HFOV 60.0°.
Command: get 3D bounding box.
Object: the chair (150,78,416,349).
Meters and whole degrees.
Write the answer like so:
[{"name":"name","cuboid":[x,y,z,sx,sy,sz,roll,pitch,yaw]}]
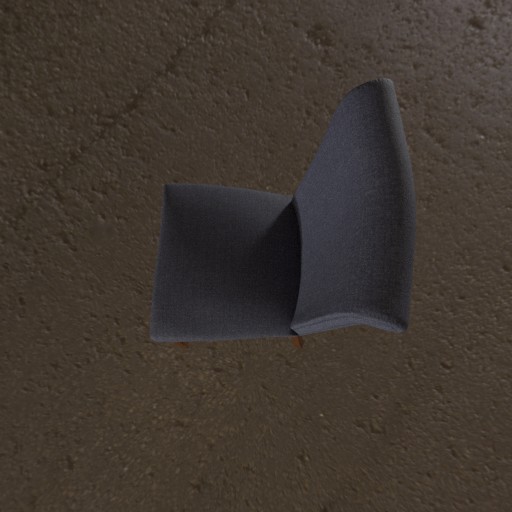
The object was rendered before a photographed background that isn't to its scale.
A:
[{"name":"chair","cuboid":[0.000,0.000,1.300,0.608,0.988,0.513,2,75,0]}]
